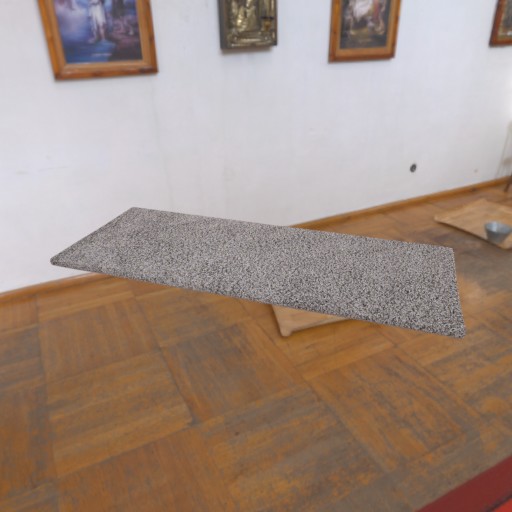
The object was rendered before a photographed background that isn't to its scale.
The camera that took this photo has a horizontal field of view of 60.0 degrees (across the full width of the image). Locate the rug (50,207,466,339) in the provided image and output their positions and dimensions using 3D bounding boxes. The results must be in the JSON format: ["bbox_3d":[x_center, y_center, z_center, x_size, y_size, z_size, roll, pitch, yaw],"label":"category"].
[{"bbox_3d":[0.000,0.000,1.796,1.524,0.030,0.609,9,29,16],"label":"rug"}]
